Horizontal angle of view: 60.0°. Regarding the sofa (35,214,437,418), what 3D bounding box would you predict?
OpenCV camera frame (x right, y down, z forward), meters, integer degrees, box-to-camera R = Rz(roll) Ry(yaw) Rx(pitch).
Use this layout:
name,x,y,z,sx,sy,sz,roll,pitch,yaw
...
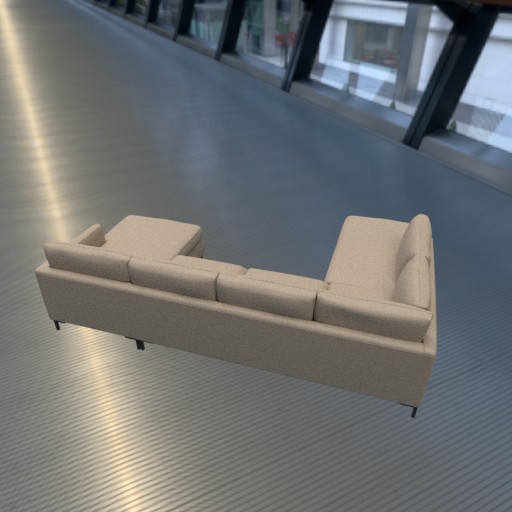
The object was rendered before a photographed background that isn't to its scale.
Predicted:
name,x,y,z,sx,sy,sz,roll,pitch,yaw
sofa,0.000,0.000,3.610,2.737,0.756,1.879,10,34,15
